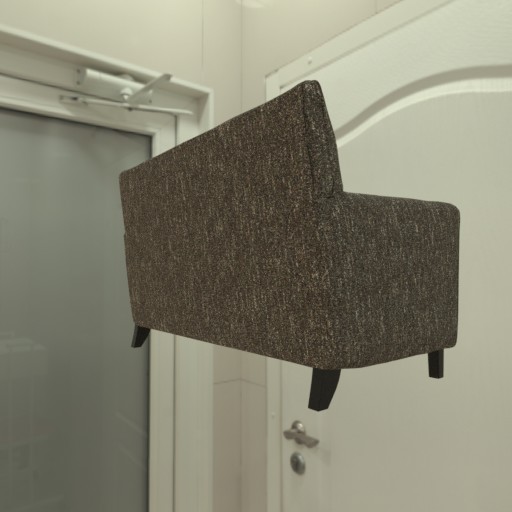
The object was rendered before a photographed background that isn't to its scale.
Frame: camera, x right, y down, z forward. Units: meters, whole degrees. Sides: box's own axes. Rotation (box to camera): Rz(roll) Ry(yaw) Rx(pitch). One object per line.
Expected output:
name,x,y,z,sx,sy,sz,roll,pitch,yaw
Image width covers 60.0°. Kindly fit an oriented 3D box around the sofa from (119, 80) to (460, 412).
sofa,0.000,0.000,2.020,0.801,0.946,1.519,2,-3,-37
